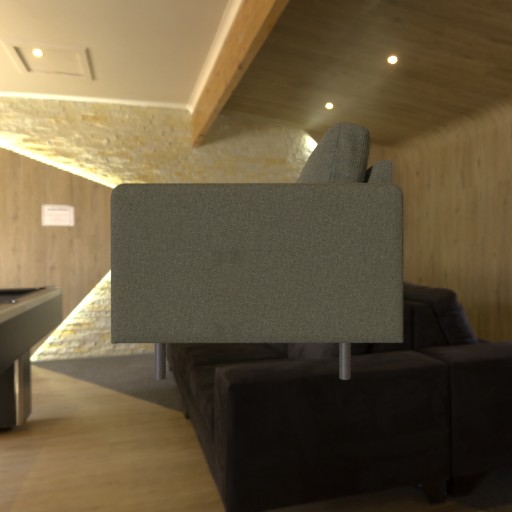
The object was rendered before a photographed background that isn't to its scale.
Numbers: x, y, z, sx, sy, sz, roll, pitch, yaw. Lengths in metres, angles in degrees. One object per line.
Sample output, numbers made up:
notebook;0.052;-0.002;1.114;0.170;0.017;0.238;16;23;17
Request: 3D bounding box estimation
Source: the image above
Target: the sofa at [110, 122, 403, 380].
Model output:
sofa;0.000;0.000;2.178;0.889;0.897;1.730;0;0;0
